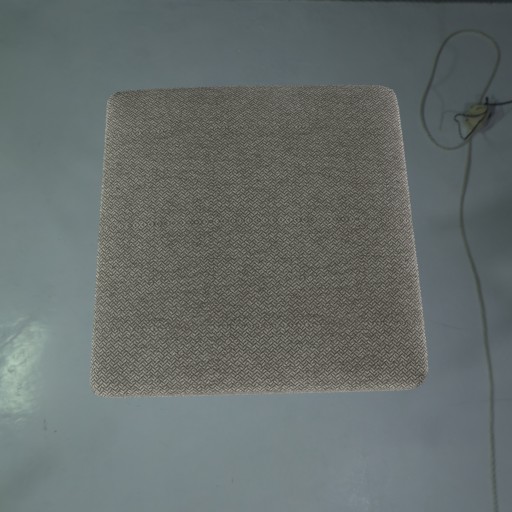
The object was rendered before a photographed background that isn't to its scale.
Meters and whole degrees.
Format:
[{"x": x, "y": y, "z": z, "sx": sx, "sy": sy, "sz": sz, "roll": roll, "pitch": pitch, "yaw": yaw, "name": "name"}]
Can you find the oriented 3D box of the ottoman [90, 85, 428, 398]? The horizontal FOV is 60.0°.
[{"x": 0.000, "y": 0.000, "z": 0.893, "sx": 0.512, "sy": 0.453, "sz": 0.519, "roll": -1, "pitch": 76, "yaw": 0, "name": "ottoman"}]
